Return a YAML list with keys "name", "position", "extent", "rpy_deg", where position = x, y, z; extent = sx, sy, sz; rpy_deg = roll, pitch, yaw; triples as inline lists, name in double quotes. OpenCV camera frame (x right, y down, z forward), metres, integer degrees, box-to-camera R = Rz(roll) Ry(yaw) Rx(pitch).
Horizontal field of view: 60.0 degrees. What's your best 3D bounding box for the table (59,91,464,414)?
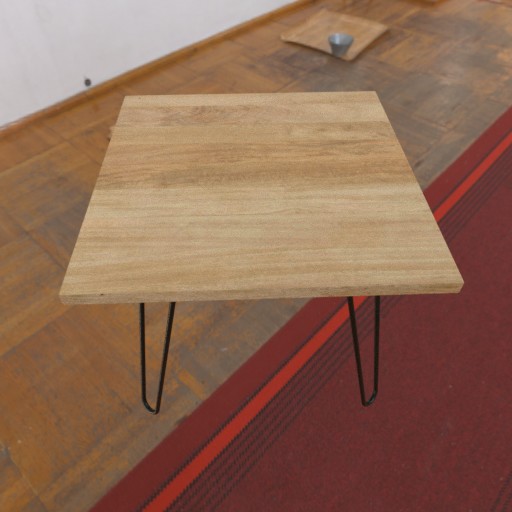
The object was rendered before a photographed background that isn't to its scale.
- name: "table"
  position: [0.000, 0.000, 1.037]
  extent: [0.599, 0.500, 0.599]
  rpy_deg: [-2, 47, -2]
